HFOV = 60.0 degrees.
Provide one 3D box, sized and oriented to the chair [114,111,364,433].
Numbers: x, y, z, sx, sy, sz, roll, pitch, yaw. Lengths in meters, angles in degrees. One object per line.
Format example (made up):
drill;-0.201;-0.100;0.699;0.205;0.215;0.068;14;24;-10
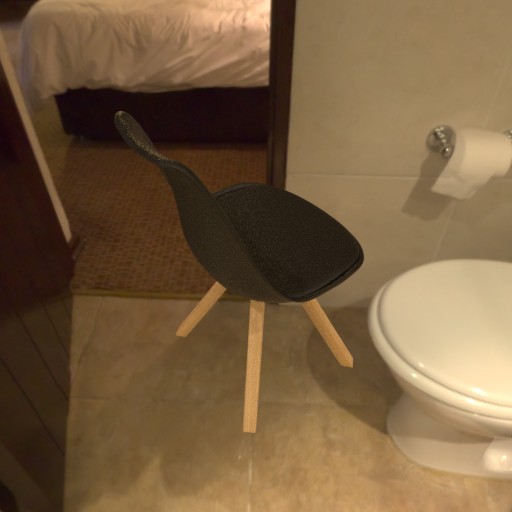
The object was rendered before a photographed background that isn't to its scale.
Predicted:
chair;0.000;0.000;1.185;0.549;0.850;0.485;-25;48;-25
